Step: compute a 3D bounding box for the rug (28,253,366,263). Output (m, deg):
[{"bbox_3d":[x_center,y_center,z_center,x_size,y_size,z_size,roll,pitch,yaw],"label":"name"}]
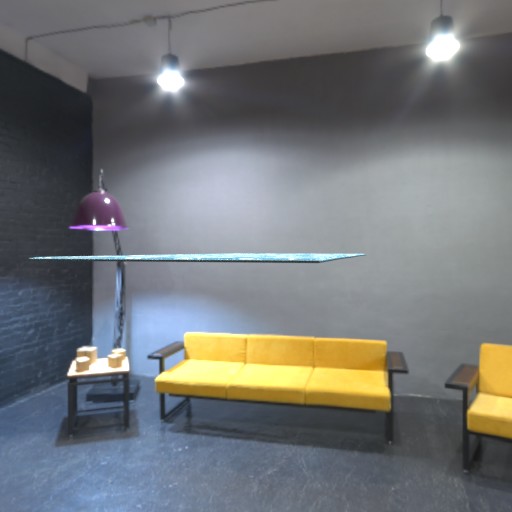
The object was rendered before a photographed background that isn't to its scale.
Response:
[{"bbox_3d":[0.000,0.000,1.404,0.604,0.007,1.219,0,1,18],"label":"rug"}]
